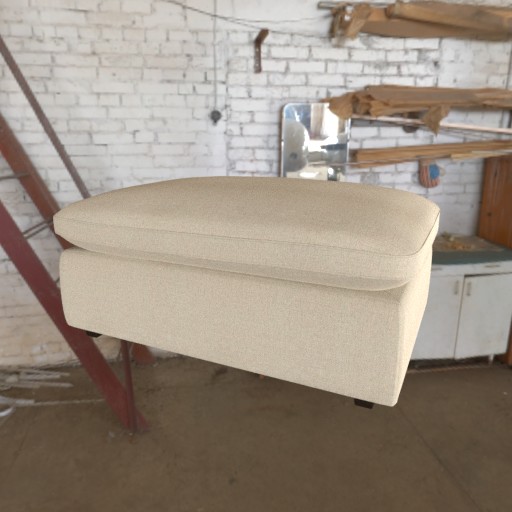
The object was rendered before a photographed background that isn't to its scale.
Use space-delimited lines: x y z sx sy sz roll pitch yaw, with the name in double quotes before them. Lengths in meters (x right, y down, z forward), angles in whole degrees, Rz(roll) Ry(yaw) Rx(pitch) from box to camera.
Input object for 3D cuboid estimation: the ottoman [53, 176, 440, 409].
"ottoman" 0.000 0.000 1.344 0.984 0.453 0.686 7 17 25
